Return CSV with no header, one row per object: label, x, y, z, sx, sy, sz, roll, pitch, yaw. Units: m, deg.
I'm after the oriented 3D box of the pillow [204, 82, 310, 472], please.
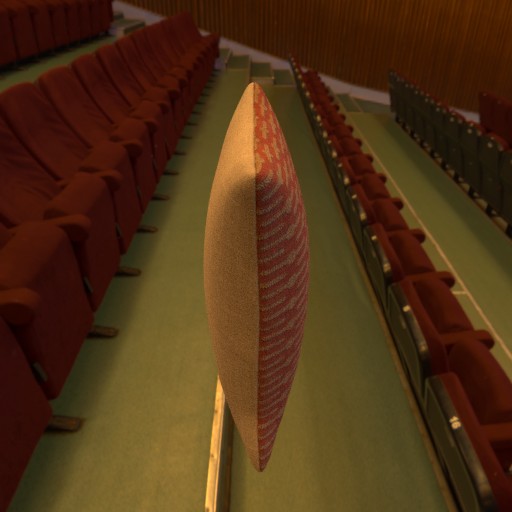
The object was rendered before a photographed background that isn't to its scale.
pillow,0.000,0.000,0.792,0.182,0.503,0.511,0,32,0
